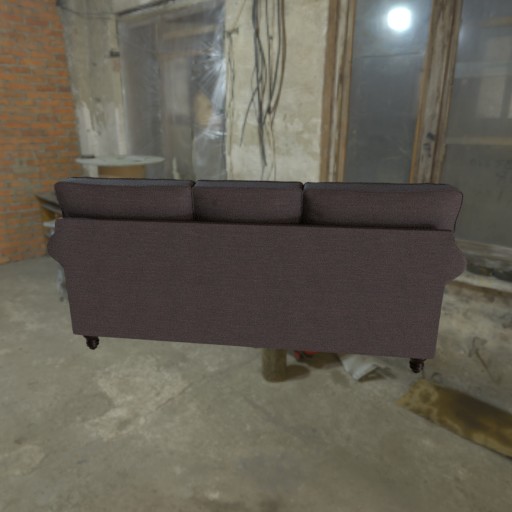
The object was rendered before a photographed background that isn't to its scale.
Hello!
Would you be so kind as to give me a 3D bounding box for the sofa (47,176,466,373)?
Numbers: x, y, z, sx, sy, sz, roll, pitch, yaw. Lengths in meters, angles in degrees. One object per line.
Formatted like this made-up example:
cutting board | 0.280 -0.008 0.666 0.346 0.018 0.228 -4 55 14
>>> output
sofa | 0.000 0.000 2.616 2.084 0.966 0.909 2 17 8
